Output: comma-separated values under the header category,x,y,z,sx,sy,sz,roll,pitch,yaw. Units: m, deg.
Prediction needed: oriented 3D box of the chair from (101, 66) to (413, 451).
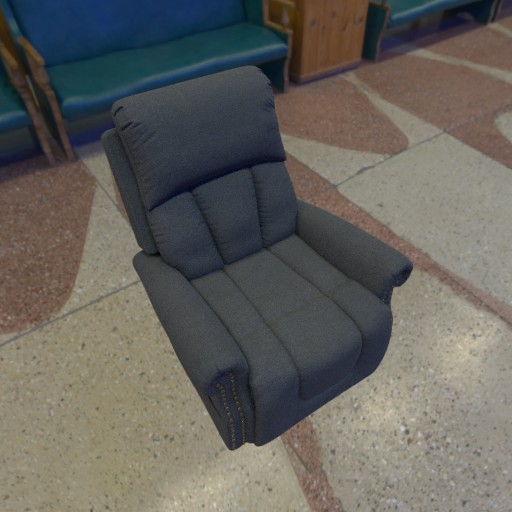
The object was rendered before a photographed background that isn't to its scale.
category,x,y,z,sx,sy,sz,roll,pitch,yaw
chair,0.000,0.000,1.661,0.871,1.031,0.979,-25,50,-23
